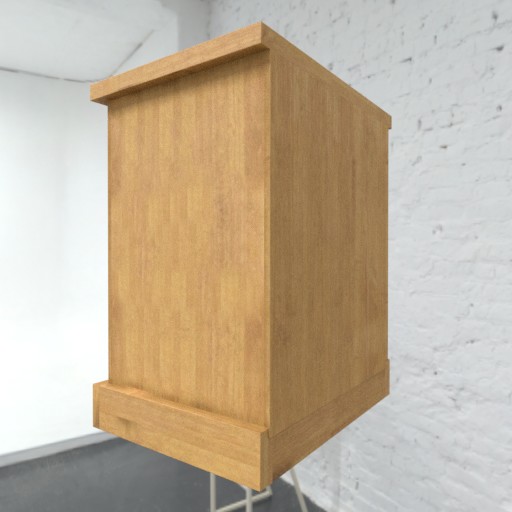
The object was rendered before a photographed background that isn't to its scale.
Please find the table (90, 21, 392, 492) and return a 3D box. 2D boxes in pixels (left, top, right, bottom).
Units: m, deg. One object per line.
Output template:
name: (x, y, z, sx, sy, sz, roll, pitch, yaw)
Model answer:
table: (0.000, 0.000, 1.176, 0.500, 0.813, 0.660, 0, 1, 36)
